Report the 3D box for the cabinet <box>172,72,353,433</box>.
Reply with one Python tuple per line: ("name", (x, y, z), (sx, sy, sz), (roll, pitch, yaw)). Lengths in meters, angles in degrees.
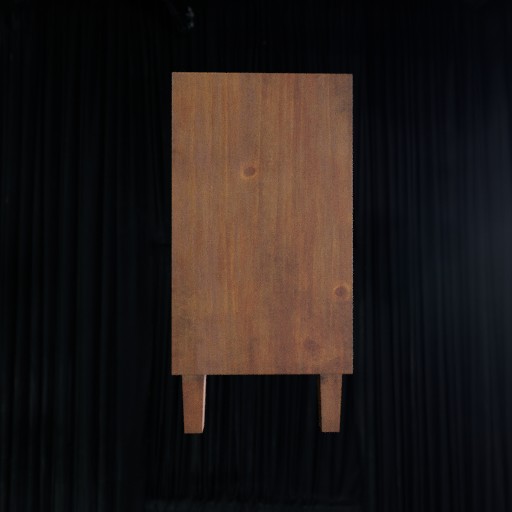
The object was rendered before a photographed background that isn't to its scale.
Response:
("cabinet", (0.000, 0.000, 1.583), (0.403, 0.805, 1.204), (0, 0, -1))
